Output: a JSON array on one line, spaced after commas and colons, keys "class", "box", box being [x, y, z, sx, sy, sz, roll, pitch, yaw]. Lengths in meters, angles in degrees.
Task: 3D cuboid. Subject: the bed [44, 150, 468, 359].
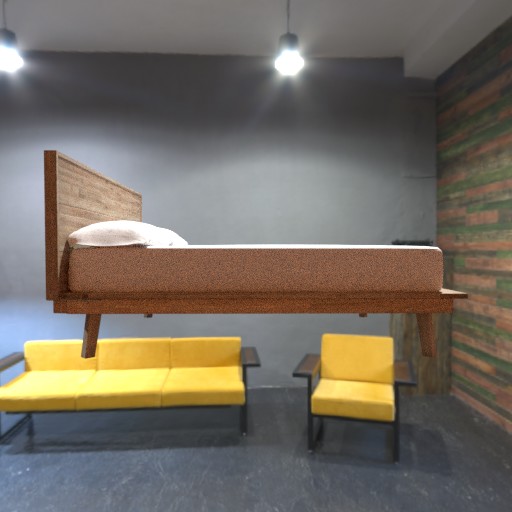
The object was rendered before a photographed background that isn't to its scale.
[{"class": "bed", "box": [0.000, 0.000, 3.095, 2.145, 1.071, 1.759, 0, 1, -1]}]
